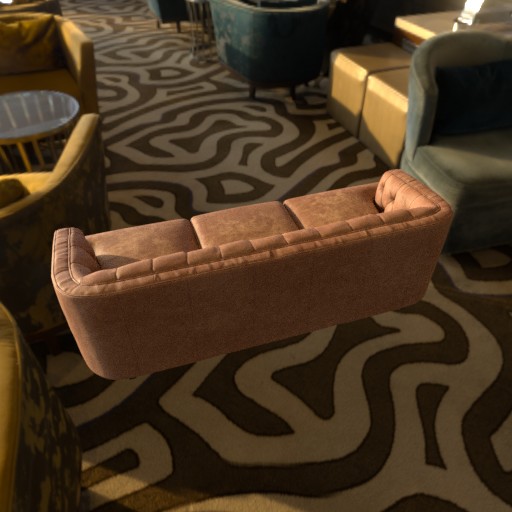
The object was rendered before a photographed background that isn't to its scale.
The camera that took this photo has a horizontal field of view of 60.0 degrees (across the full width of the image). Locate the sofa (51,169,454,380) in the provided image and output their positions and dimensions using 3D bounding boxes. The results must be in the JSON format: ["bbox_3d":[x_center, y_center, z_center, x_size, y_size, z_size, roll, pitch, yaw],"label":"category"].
[{"bbox_3d":[0.000,0.000,2.725,2.257,0.791,0.922,-12,43,-13],"label":"sofa"}]
